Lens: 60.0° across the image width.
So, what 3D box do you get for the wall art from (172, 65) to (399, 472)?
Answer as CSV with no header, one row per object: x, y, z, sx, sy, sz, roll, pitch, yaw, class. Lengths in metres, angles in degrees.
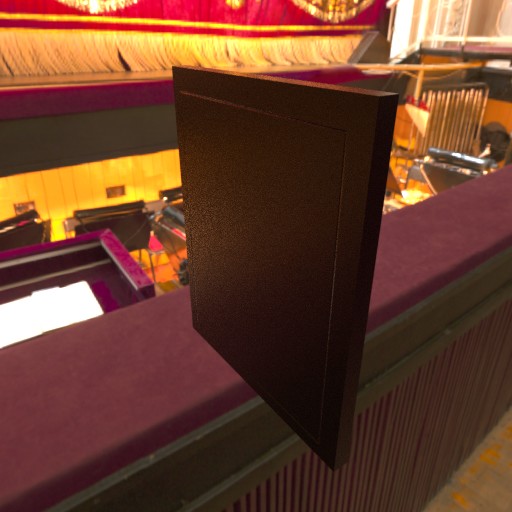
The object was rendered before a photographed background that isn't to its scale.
0.000,0.000,0.739,0.031,0.558,0.461,-18,32,-31,wall art
